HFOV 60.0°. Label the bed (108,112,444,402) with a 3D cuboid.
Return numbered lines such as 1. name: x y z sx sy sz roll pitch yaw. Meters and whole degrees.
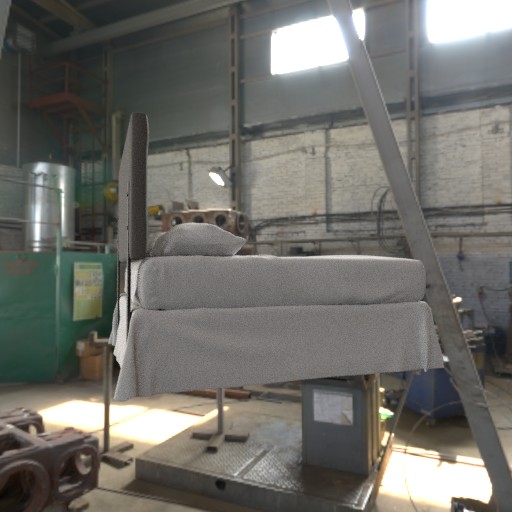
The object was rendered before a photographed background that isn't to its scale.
1. bed: 0.000 0.000 3.564 2.222 1.577 1.936 1 -2 -19
